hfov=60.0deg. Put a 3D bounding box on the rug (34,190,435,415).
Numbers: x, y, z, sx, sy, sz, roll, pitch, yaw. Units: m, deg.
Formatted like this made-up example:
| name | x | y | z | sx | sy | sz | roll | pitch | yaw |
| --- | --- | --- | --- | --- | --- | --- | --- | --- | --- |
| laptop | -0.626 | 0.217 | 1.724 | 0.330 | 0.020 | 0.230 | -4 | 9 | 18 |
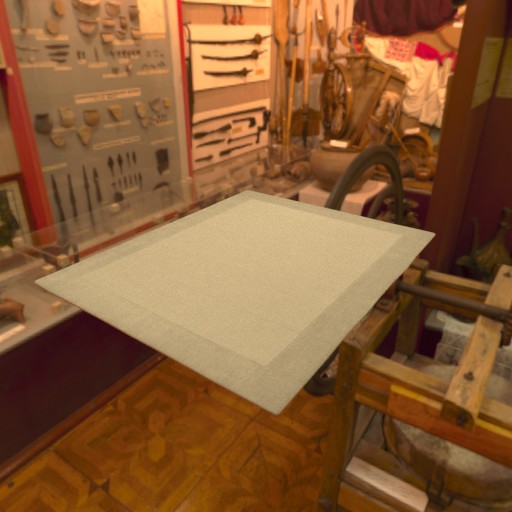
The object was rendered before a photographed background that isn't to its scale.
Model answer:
| name | x | y | z | sx | sy | sz | roll | pitch | yaw |
| --- | --- | --- | --- | --- | --- | --- | --- | --- | --- |
| rug | 0.000 | 0.000 | 4.102 | 2.430 | 0.018 | 2.976 | 18 | 32 | 31 |
